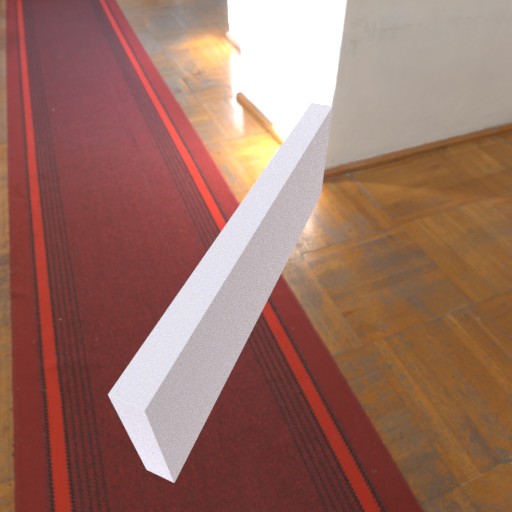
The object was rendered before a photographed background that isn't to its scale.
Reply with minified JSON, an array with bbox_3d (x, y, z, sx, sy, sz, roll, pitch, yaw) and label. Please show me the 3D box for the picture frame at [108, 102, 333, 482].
[{"bbox_3d":[0.000,0.000,0.834,0.050,0.250,0.759,17,48,16],"label":"picture frame"}]
